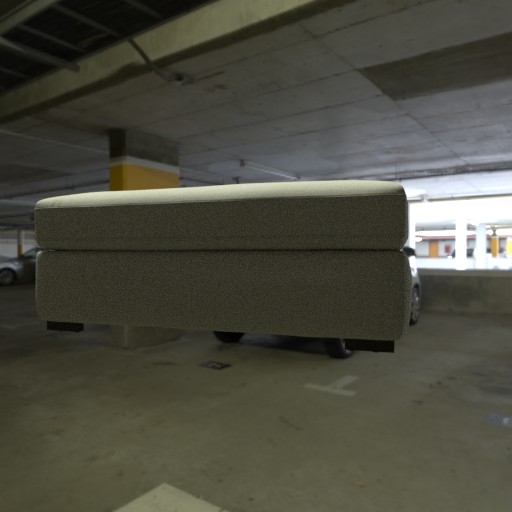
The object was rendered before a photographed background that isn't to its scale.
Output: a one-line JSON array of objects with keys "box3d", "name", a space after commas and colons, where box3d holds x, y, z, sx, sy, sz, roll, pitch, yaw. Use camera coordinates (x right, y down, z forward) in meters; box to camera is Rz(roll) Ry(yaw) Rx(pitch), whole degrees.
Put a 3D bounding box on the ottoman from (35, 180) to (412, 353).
[{"box3d": [0.000, 0.000, 1.779, 1.167, 0.482, 1.163, 0, 0, 18], "name": "ottoman"}]
